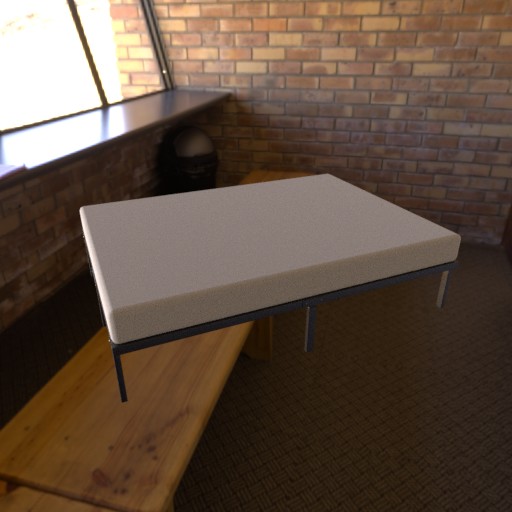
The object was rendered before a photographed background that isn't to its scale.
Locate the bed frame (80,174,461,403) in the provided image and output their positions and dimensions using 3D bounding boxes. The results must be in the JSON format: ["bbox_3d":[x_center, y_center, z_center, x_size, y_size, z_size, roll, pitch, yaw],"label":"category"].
[{"bbox_3d":[0.000,0.000,3.804,2.842,0.680,2.205,-8,27,-15],"label":"bed frame"}]
